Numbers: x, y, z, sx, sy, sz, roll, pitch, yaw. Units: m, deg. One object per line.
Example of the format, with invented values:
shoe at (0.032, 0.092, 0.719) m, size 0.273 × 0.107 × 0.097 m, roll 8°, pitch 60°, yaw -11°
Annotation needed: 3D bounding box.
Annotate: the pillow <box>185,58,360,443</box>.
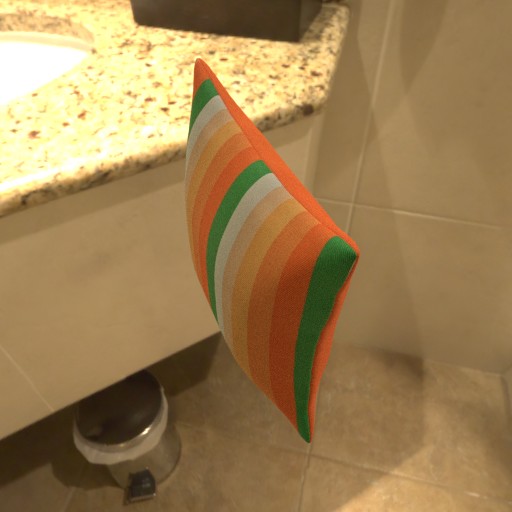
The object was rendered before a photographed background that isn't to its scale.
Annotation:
pillow at (0.000, 0.000, 0.691) m, size 0.169 × 0.444 × 0.453 m, roll -17°, pitch 49°, yaw -16°
